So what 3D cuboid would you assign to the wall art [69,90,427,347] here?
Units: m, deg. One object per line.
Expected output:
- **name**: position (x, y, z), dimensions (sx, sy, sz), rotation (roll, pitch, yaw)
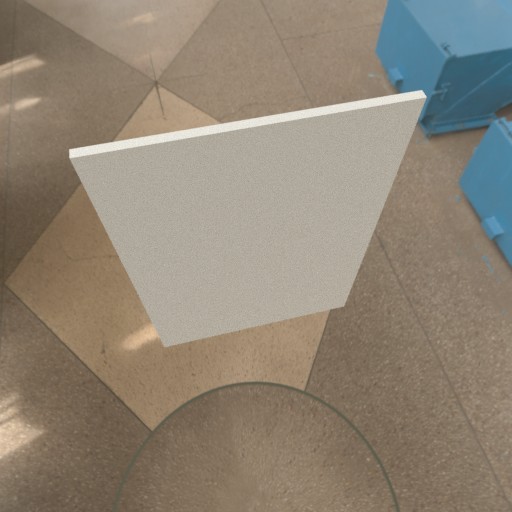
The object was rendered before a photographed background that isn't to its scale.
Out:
- **wall art**: position (0.000, 0.000, 0.690), dimensions (0.381, 0.533, 0.013), rotation (-12, 59, -7)
